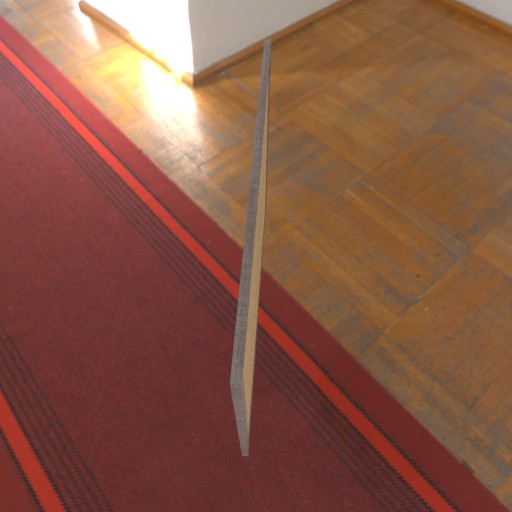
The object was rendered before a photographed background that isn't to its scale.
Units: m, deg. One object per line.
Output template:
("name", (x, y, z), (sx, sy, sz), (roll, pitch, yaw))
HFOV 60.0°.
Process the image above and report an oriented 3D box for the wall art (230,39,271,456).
("wall art", (0.000, 0.000, 1.351), (0.019, 0.774, 1.012), (3, 58, 2))
